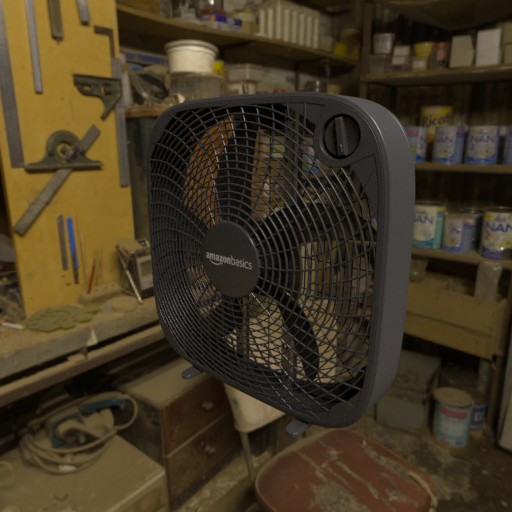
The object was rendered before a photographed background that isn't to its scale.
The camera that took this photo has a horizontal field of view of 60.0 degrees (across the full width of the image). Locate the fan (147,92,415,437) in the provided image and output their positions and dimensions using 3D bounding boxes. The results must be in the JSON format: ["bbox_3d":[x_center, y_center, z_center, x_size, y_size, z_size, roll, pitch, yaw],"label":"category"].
[{"bbox_3d":[0.000,0.000,0.787,0.526,0.533,0.142,13,20,40],"label":"fan"}]
